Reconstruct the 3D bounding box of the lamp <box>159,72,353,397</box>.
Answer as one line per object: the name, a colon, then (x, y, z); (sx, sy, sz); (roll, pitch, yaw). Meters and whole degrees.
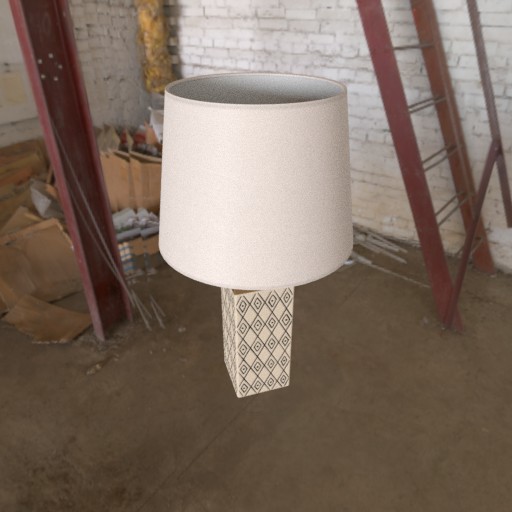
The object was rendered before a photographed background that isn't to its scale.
lamp: (0.000, 0.000, 0.599); (0.251, 0.435, 0.251); (0, 30, 0)
